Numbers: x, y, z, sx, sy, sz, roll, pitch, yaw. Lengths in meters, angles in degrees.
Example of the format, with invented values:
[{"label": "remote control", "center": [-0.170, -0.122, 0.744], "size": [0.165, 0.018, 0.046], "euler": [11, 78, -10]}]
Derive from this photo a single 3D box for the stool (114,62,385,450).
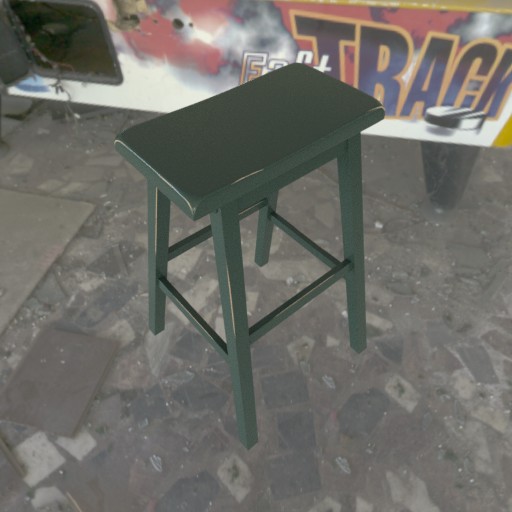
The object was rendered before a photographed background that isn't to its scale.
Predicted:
[{"label": "stool", "center": [0.000, 0.000, 1.066], "size": [0.457, 0.737, 0.476], "euler": [-32, 55, -26]}]
